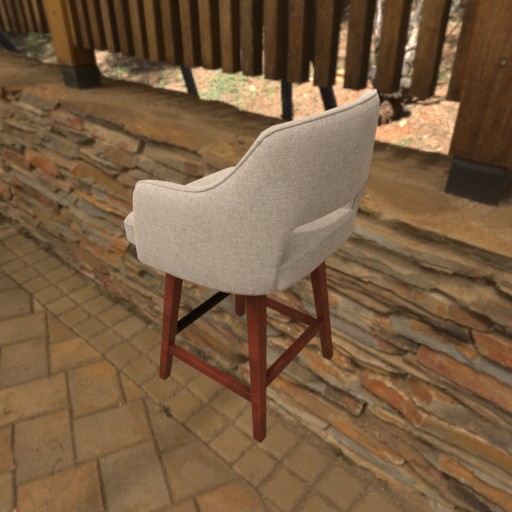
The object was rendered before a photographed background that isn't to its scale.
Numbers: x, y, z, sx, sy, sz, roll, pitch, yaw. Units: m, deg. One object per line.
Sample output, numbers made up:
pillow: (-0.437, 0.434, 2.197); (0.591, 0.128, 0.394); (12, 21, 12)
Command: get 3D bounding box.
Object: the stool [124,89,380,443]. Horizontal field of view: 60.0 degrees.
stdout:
stool: (0.000, 0.000, 1.310); (0.558, 0.944, 0.599); (21, 37, 31)
